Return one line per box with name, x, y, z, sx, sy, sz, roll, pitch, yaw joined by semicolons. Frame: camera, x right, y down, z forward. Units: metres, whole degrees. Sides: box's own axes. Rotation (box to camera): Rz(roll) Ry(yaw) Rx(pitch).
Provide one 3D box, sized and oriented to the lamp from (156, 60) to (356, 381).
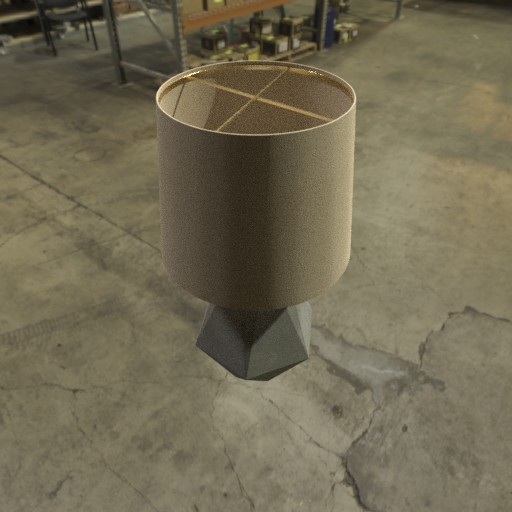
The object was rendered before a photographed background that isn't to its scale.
lamp;0.000;0.000;0.676;0.276;0.501;0.276;0;41;0
